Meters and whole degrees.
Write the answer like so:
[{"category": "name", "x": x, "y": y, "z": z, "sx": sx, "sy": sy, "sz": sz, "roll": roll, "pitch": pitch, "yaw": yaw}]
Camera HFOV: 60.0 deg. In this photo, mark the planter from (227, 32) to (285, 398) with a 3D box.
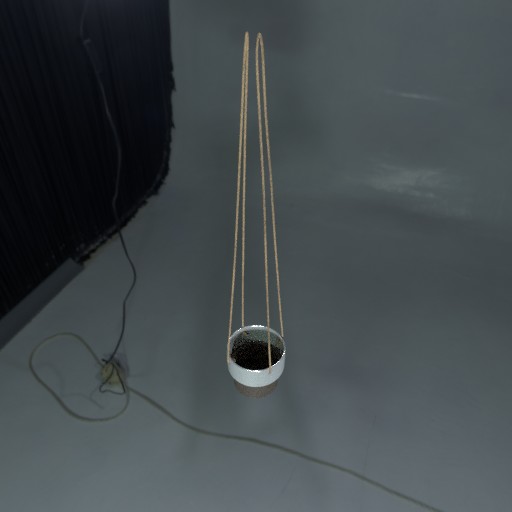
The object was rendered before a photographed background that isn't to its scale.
[{"category": "planter", "x": 0.000, "y": 0.000, "z": 1.165, "sx": 0.187, "sy": 1.073, "sz": 0.187, "roll": 12, "pitch": 40, "yaw": 14}]
